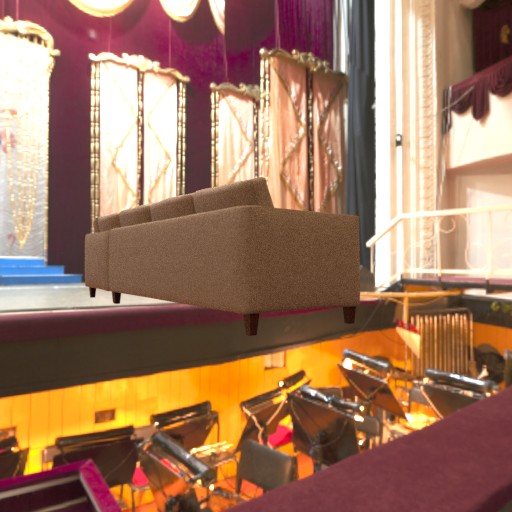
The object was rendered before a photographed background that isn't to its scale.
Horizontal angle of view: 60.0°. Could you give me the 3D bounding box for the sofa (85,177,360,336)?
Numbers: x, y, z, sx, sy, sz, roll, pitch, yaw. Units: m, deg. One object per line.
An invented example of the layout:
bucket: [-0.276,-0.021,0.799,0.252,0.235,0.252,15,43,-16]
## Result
sofa: [0.000,0.000,4.468,2.522,0.934,3.333,0,-1,-36]
